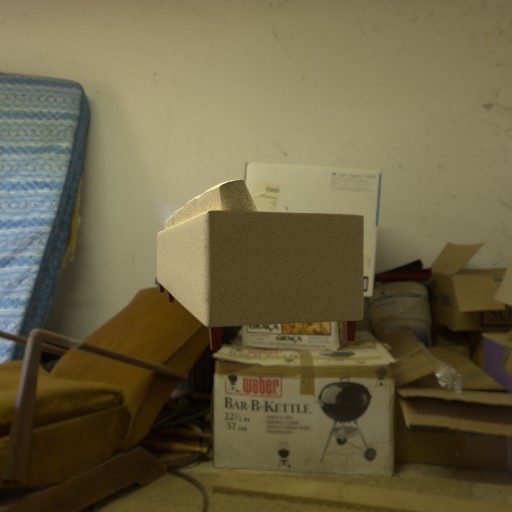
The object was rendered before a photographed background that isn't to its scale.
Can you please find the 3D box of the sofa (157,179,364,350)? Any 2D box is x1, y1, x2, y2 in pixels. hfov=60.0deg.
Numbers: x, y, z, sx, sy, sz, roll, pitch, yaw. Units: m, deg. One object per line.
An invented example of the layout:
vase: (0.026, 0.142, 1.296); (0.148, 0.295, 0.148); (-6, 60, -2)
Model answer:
sofa: (0.000, 0.000, 4.188); (1.603, 0.954, 3.471); (0, 1, -17)
